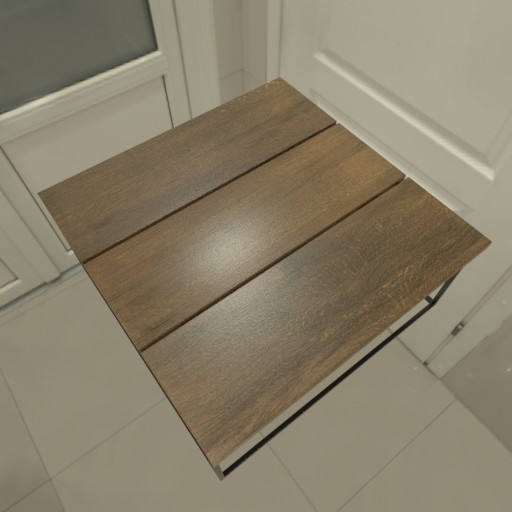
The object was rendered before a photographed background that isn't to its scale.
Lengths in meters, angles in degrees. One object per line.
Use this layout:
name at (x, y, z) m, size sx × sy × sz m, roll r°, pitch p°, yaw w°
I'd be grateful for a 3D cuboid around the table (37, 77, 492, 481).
table at (0.000, 0.000, 1.396) m, size 0.900 × 0.400 × 0.900 m, roll -32°, pitch 62°, yaw -19°
